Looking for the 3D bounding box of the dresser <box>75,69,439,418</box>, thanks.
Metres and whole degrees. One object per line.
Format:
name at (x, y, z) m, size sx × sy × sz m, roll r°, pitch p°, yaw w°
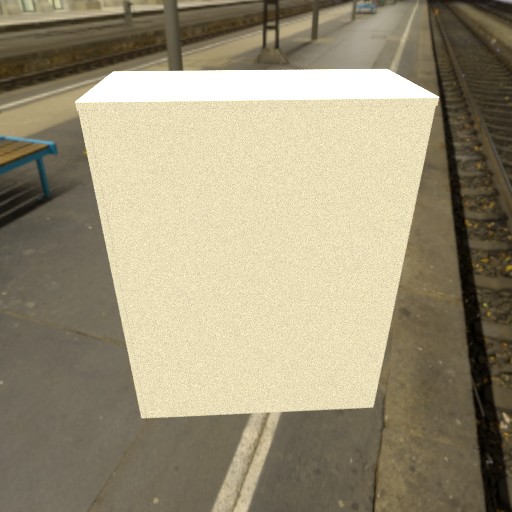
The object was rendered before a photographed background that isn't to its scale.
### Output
dresser at (0.000, 0.000, 1.406) m, size 0.800 × 1.040 × 0.380 m, roll -2°, pitch 32°, yaw -3°
